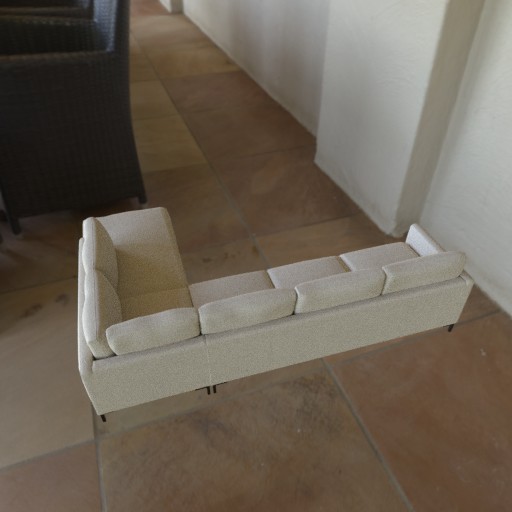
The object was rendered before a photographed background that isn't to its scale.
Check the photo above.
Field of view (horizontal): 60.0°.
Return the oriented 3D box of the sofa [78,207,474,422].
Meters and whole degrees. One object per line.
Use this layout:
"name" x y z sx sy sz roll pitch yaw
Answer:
"sofa" 0.000 0.000 3.912 2.949 0.815 2.007 -11 41 -13
